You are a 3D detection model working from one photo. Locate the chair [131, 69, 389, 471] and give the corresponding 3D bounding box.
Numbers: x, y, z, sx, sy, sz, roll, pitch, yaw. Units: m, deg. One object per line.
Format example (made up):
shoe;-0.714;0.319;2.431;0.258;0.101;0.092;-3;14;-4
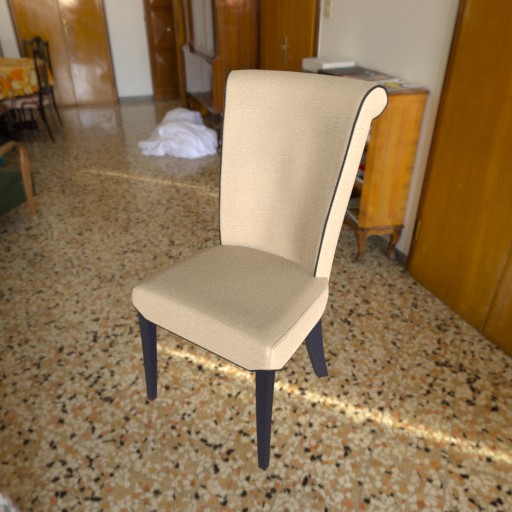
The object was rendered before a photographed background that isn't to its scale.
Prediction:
chair;0.000;0.000;1.377;0.522;0.997;0.623;19;35;29
